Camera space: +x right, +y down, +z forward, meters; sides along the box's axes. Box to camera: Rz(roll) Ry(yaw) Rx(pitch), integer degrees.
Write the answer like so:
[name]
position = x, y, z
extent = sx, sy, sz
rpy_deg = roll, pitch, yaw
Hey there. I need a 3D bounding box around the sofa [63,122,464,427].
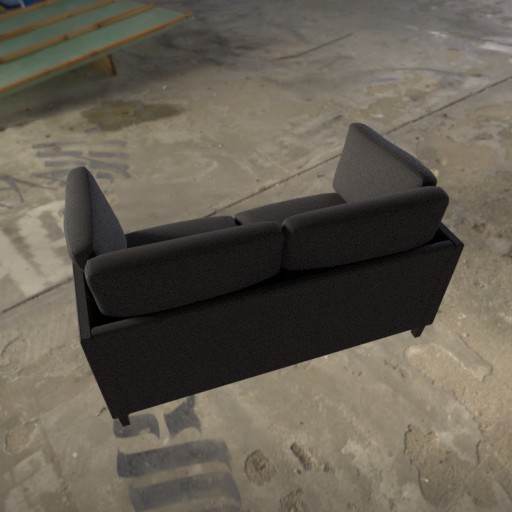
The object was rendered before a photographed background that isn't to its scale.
[sofa]
position = 0.000, 0.000, 2.317
extent = 1.751, 0.920, 0.969
rpy_deg = -13, 43, -14
